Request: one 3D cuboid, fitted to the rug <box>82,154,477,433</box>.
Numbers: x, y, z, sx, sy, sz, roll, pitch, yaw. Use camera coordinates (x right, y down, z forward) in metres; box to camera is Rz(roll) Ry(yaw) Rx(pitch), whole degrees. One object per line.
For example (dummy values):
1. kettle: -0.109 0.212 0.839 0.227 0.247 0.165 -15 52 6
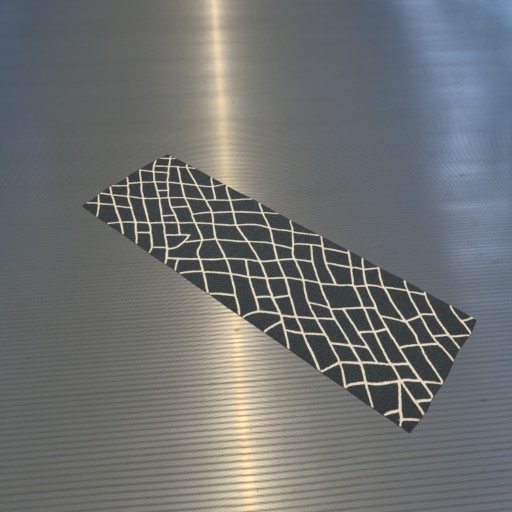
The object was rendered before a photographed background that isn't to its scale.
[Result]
1. rug: 0.000 0.000 2.723 2.476 0.010 0.807 31 55 26
